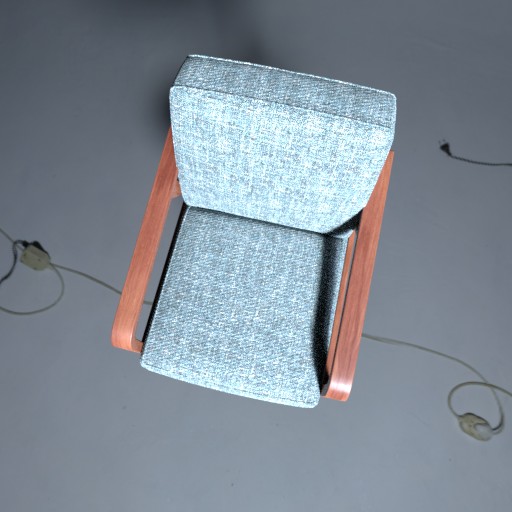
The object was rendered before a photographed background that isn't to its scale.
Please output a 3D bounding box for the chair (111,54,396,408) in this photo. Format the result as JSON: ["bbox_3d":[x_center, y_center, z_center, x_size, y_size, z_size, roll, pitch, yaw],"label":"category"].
[{"bbox_3d":[0.000,0.000,1.467,0.719,0.864,0.889,12,75,3],"label":"chair"}]
